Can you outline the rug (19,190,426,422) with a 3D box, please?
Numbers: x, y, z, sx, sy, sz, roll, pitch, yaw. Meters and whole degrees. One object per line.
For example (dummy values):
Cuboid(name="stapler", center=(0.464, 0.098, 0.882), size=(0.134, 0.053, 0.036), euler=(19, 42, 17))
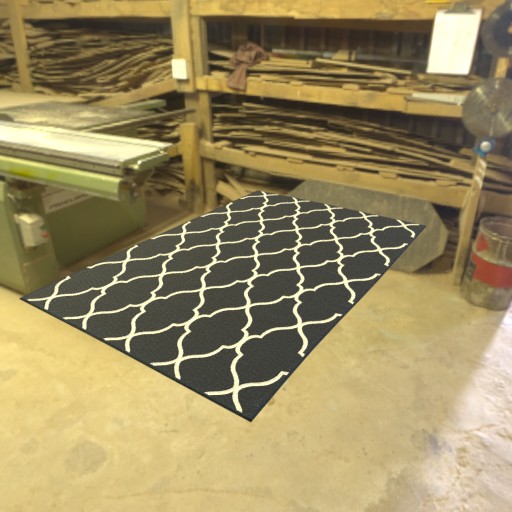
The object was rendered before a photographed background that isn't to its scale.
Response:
Cuboid(name="rug", center=(0.000, 0.000, 2.845), size=(1.528, 0.014, 2.294), euler=(17, 31, 30))
